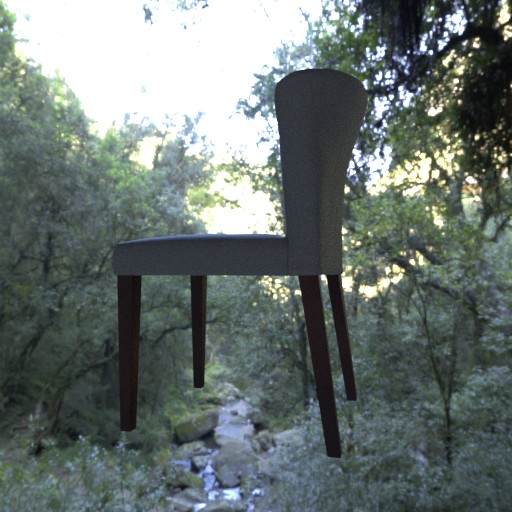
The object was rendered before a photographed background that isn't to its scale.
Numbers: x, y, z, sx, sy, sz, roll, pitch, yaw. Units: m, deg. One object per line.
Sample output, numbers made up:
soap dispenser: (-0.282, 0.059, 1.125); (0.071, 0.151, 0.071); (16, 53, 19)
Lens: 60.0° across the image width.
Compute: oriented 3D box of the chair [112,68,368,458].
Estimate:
chair: (0.000, 0.000, 1.193); (0.592, 0.839, 0.491); (-1, -2, 17)
